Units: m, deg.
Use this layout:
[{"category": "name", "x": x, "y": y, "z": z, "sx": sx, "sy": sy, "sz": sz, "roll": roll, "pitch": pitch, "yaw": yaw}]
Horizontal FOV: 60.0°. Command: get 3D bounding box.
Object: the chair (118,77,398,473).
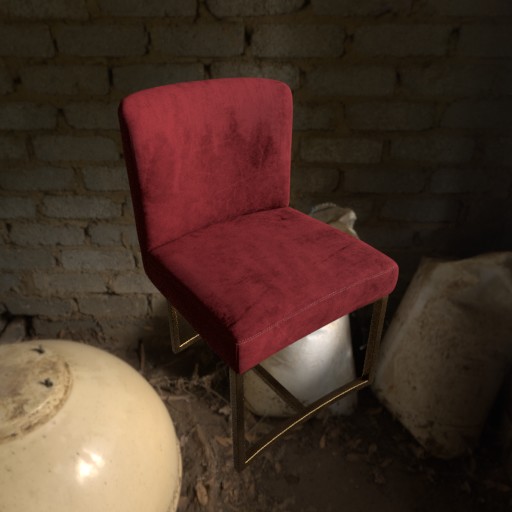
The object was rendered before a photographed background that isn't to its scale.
[{"category": "chair", "x": 0.000, "y": 0.000, "z": 1.187, "sx": 0.530, "sy": 0.824, "sz": 0.560, "roll": -21, "pitch": 36, "yaw": -31}]
